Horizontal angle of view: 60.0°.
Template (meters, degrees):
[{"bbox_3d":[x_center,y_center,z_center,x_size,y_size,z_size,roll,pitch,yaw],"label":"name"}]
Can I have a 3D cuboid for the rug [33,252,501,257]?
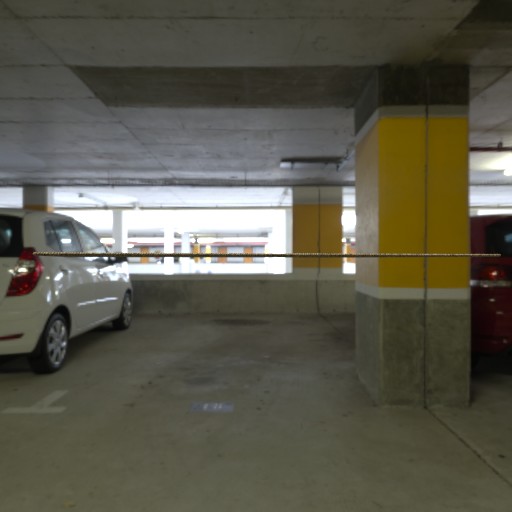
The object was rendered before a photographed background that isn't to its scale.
[{"bbox_3d":[0.000,0.000,2.767,2.283,0.013,1.547,0,0,-18],"label":"rug"}]
